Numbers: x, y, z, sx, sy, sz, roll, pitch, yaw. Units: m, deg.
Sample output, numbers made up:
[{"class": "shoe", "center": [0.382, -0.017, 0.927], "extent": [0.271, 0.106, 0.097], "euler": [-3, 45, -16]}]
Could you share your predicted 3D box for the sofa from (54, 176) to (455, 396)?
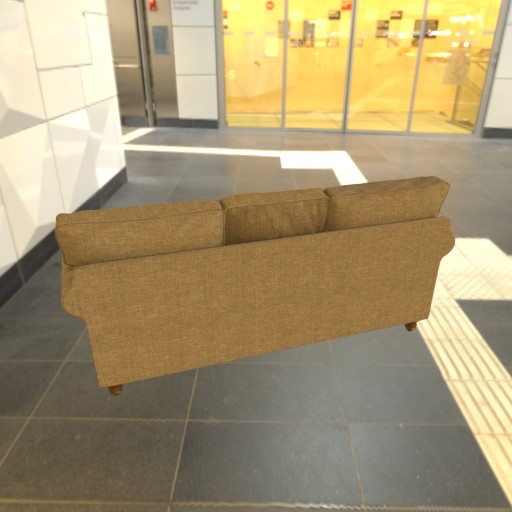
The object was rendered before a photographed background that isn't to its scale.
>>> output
[{"class": "sofa", "center": [0.000, 0.000, 2.634], "extent": [2.084, 0.961, 0.916], "euler": [-8, 27, -17]}]
